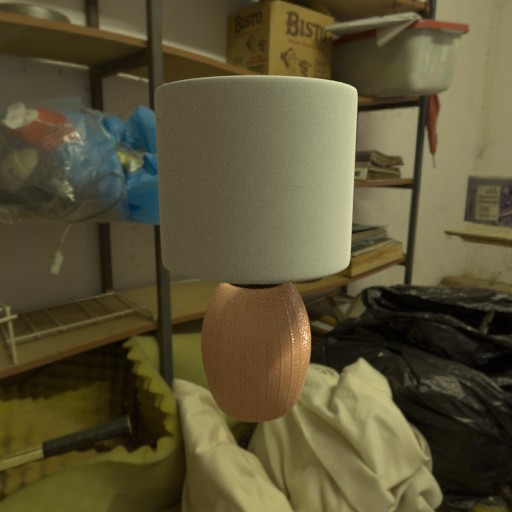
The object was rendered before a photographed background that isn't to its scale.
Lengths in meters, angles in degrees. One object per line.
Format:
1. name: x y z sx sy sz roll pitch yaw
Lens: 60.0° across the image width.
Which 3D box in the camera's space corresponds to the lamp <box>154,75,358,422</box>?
1. lamp: 0.000 0.000 0.790 0.329 0.570 0.329 0 12 0
